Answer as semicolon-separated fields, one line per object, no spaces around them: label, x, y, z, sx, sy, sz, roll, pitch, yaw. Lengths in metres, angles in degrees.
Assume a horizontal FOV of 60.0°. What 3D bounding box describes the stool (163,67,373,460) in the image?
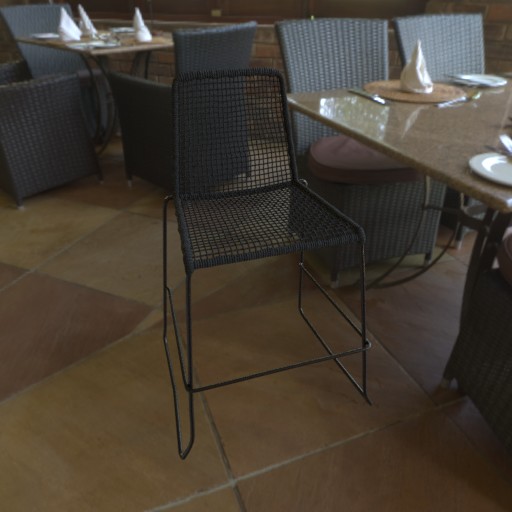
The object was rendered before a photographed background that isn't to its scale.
stool;0.000;0.000;1.236;0.590;0.905;0.509;-10;33;-15
